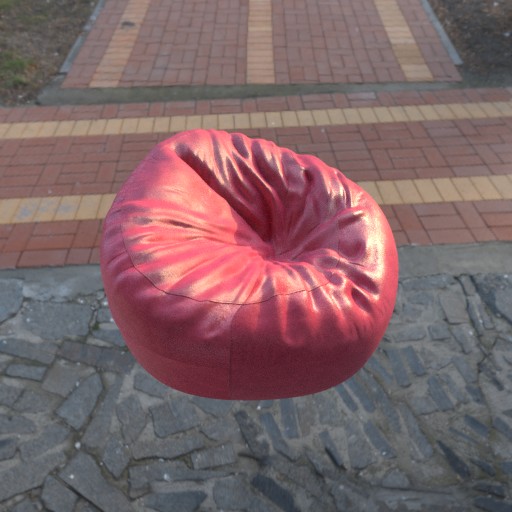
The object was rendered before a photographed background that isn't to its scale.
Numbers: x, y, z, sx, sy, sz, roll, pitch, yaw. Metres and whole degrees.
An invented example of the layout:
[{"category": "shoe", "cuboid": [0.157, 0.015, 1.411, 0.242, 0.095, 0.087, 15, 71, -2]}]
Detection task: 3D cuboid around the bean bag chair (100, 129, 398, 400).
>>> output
[{"category": "bean bag chair", "cuboid": [0.000, 0.000, 2.418, 1.524, 0.878, 1.524, 10, 49, 9]}]
